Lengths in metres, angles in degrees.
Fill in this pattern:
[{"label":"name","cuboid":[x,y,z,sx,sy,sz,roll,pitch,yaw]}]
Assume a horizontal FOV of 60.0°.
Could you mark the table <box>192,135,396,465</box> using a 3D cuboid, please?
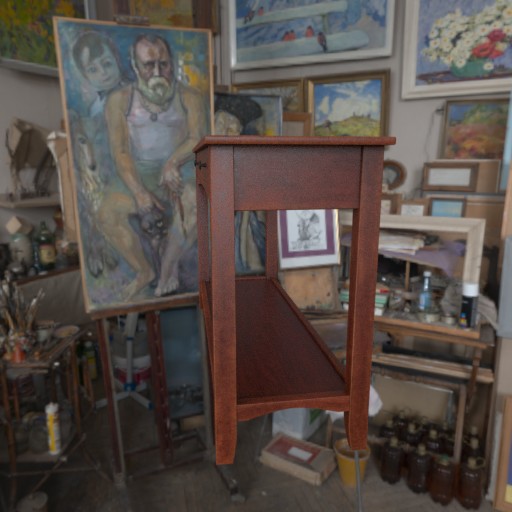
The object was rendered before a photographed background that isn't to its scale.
[{"label":"table","cuboid":[0.000,0.000,1.524,0.392,0.739,1.188,-2,12,-9]}]
